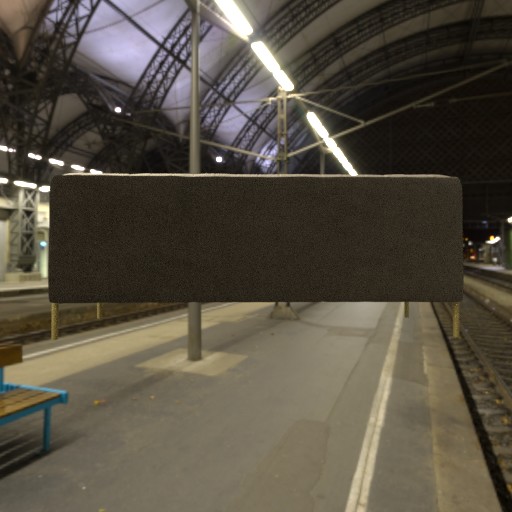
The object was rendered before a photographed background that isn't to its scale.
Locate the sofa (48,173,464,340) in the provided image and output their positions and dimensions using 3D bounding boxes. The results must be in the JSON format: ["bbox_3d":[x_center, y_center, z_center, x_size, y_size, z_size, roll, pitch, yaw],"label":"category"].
[{"bbox_3d":[0.000,0.000,2.457,1.980,0.780,0.876,0,0,-2],"label":"sofa"}]
